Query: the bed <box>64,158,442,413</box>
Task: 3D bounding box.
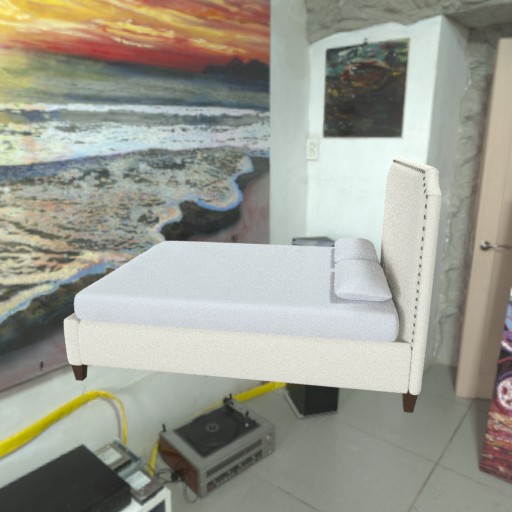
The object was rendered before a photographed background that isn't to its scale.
[{"bbox_3d":[0.000,0.000,3.524,2.372,1.497,1.712,2,15,9],"label":"bed"}]
